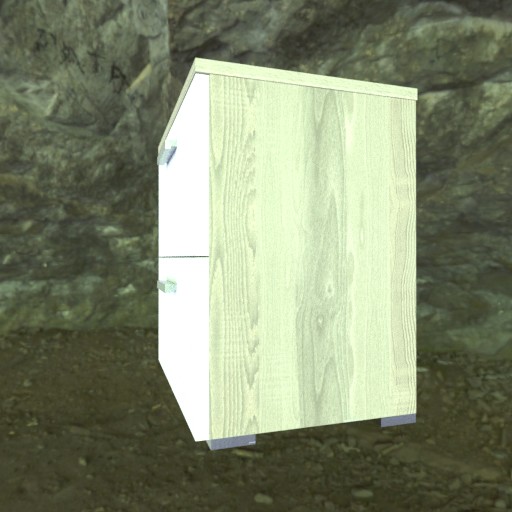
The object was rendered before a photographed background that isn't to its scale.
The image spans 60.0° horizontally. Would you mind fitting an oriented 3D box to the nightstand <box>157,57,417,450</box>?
[{"bbox_3d":[0.000,0.000,0.771,0.325,0.461,0.442,0,0,-18],"label":"nightstand"}]
